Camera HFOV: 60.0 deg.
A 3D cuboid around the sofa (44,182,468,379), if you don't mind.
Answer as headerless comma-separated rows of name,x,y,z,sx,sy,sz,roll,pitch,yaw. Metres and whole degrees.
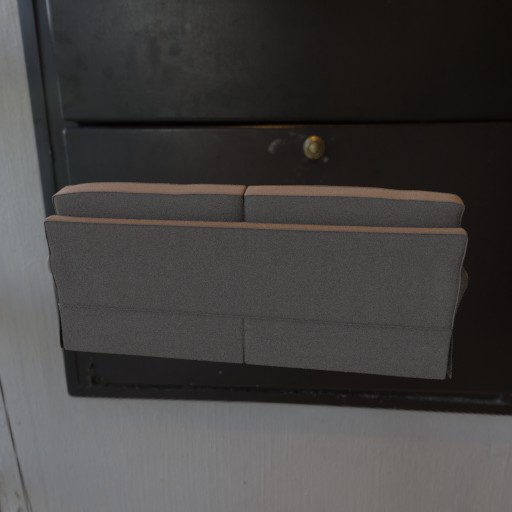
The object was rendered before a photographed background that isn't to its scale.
sofa,0.000,0.000,2.717,2.248,0.943,0.991,2,16,8
